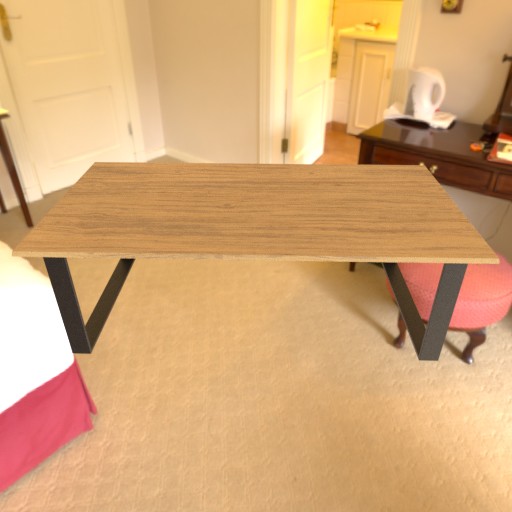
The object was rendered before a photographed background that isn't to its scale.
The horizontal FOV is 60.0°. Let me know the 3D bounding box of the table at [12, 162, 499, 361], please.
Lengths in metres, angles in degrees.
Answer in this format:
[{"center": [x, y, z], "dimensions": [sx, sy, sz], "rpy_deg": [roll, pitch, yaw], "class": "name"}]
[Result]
[{"center": [0.000, 0.000, 1.613], "dimensions": [1.331, 0.445, 0.693], "rpy_deg": [1, 33, 1], "class": "table"}]
